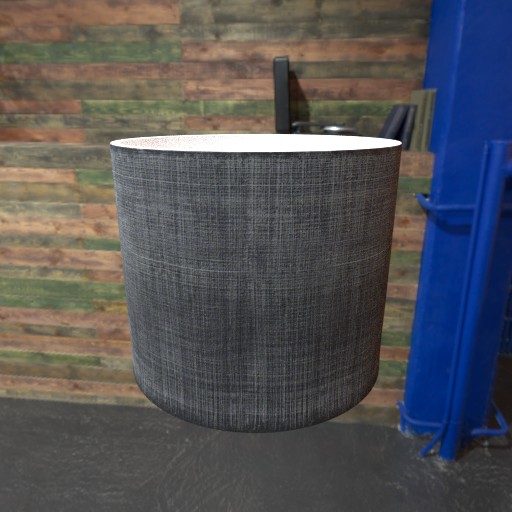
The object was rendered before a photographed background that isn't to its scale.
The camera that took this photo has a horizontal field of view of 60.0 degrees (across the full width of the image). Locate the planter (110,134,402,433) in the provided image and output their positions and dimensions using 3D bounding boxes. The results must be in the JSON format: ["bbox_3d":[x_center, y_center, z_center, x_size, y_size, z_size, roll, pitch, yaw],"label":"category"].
[{"bbox_3d":[0.000,0.000,0.437,0.254,0.221,0.254,0,18,0],"label":"planter"}]
